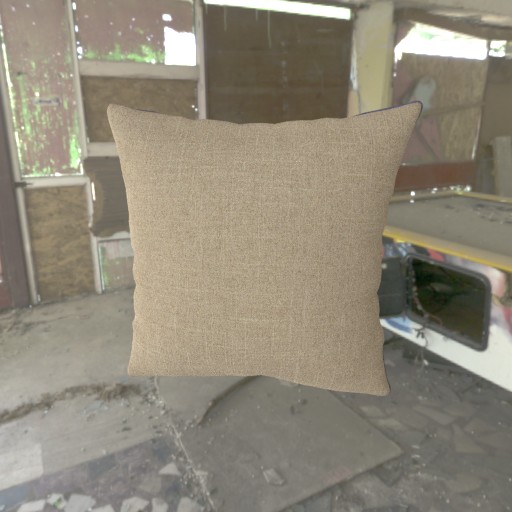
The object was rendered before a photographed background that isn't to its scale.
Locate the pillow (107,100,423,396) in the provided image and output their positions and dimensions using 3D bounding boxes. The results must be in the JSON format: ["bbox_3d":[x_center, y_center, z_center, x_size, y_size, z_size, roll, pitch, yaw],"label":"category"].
[{"bbox_3d":[0.000,0.000,0.672,0.440,0.441,0.147,2,17,7],"label":"pillow"}]
